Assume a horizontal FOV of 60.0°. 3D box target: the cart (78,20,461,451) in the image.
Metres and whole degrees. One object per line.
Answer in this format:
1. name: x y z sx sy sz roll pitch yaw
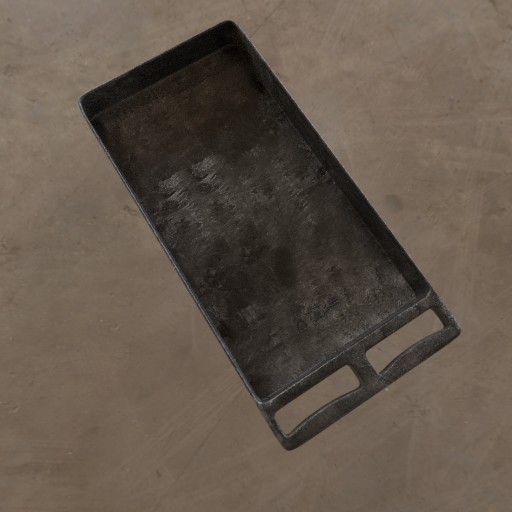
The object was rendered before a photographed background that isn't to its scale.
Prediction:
1. cart: 0.000 0.000 1.327 0.420 0.824 0.877 -31 78 -8
